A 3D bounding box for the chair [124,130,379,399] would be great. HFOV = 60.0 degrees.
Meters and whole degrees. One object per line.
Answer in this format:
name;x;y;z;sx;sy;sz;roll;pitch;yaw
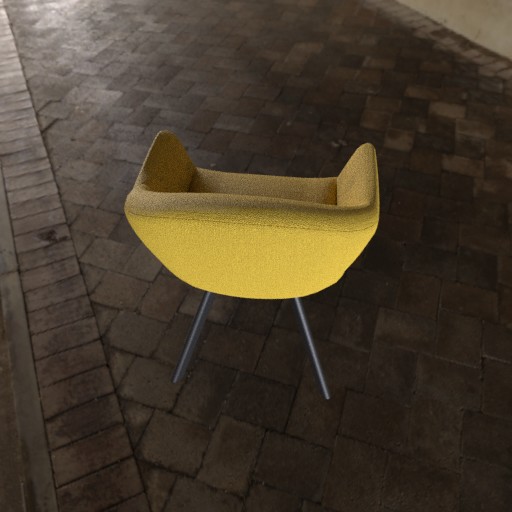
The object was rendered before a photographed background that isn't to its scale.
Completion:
chair;0.000;0.000;1.150;0.545;0.775;0.565;5;48;4
